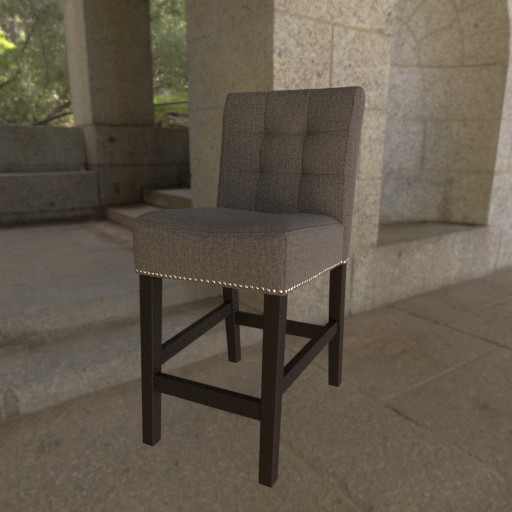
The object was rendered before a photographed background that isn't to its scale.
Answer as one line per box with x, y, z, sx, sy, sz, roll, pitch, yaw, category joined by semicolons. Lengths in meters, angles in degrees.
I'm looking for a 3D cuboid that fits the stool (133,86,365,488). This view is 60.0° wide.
0.000;0.000;1.181;0.427;0.885;0.571;7;16;24;stool
